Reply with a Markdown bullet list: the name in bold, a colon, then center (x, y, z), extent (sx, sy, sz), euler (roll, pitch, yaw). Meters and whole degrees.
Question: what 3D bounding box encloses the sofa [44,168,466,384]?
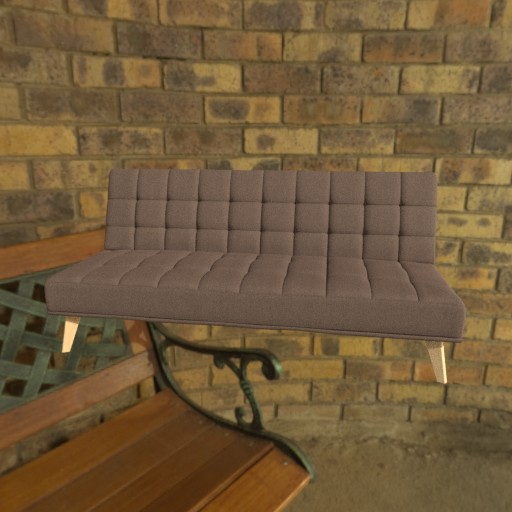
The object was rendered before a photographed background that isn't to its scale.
- **sofa**: center (0.000, 0.000, 2.221), extent (1.800, 0.810, 0.860), euler (2, 15, 9)
